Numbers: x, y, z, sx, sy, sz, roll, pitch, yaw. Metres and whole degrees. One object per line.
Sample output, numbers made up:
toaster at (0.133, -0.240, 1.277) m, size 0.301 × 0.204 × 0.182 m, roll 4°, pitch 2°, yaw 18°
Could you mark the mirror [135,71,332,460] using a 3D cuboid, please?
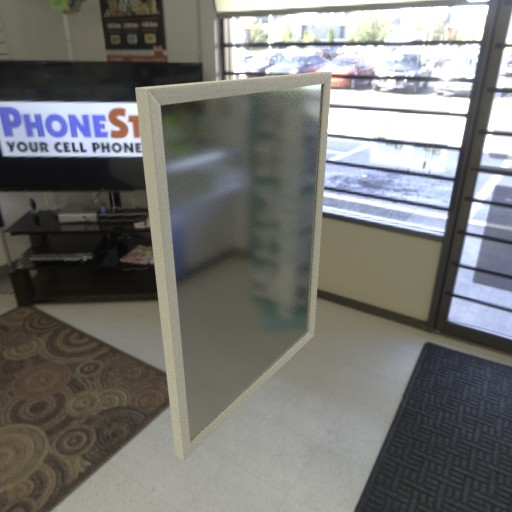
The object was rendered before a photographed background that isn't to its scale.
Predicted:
mirror at (0.000, 0.000, 1.360) m, size 0.040 × 1.016 × 0.762 m, roll 17°, pitch 30°, yaw 32°
